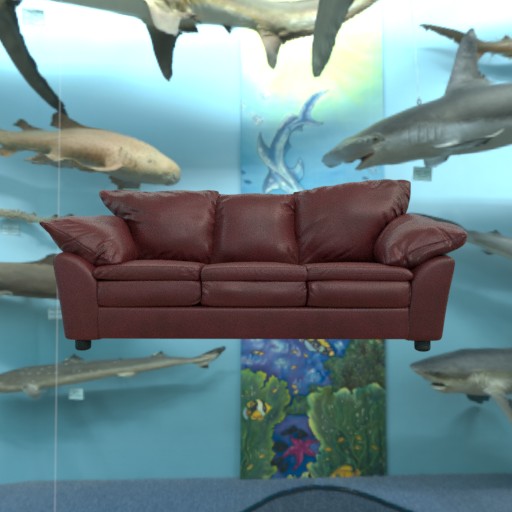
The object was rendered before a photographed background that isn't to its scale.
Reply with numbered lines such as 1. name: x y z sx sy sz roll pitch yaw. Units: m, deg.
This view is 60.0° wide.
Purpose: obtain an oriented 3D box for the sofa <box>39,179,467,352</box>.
1. sofa: 0.000 0.000 2.857 2.390 1.091 0.907 0 -2 1
